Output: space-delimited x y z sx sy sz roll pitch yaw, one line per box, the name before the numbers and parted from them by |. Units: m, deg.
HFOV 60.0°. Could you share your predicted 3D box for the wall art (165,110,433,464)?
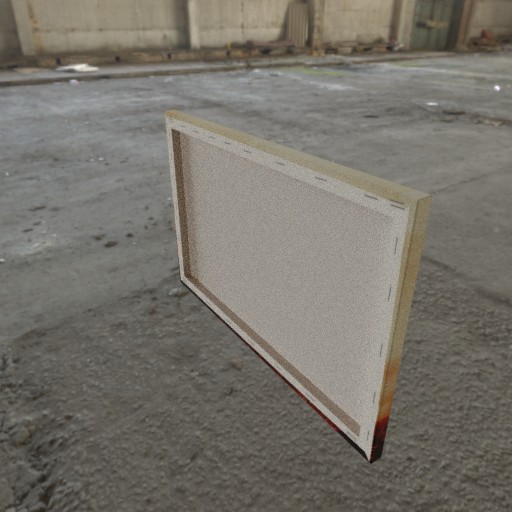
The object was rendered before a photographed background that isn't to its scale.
wall art | 0.000 0.000 1.152 0.038 0.602 0.918 -18 33 -30
